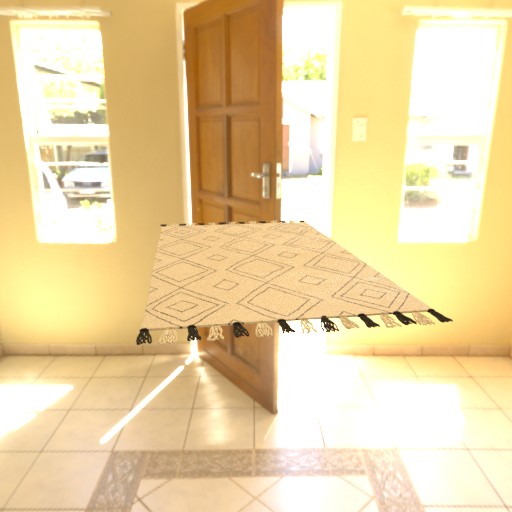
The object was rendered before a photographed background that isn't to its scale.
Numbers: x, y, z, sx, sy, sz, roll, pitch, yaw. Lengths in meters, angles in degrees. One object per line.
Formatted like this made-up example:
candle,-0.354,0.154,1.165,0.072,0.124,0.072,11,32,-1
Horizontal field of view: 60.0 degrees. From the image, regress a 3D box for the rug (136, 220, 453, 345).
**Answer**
rug,0.000,0.000,3.354,1.524,0.021,2.755,-3,16,-9
